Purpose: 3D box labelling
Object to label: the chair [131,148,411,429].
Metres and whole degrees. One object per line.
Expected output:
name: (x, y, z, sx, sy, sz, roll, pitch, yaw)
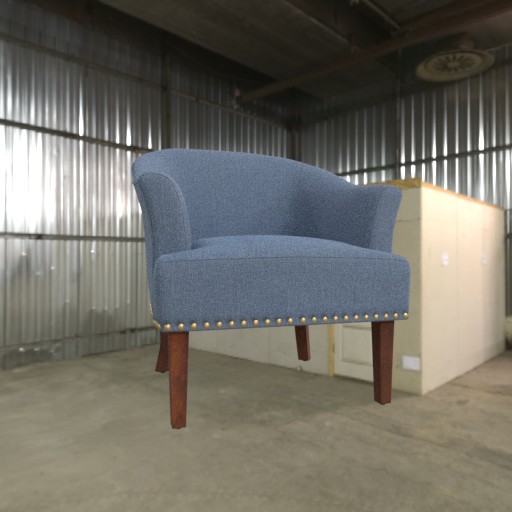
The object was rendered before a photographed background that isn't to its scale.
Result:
chair: (0.000, 0.000, 1.424, 0.772, 0.815, 0.704, 0, 0, -18)
